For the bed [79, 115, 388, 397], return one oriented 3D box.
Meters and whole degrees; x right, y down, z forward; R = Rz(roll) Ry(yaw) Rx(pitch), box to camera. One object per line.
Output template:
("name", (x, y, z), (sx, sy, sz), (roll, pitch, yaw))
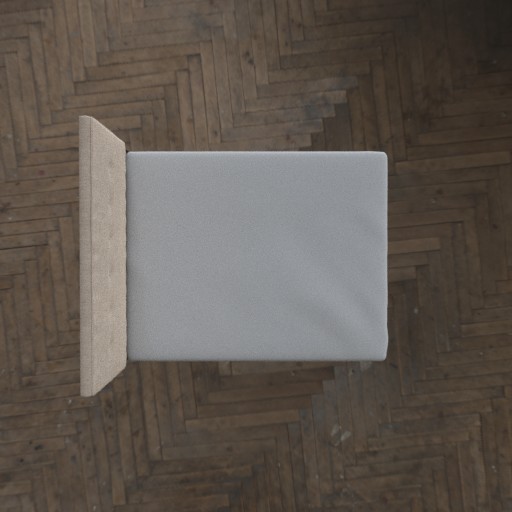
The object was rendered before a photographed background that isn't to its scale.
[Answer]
("bed", (0.000, 0.000, 3.108), (1.978, 1.270, 1.643), (0, 91, 0))
